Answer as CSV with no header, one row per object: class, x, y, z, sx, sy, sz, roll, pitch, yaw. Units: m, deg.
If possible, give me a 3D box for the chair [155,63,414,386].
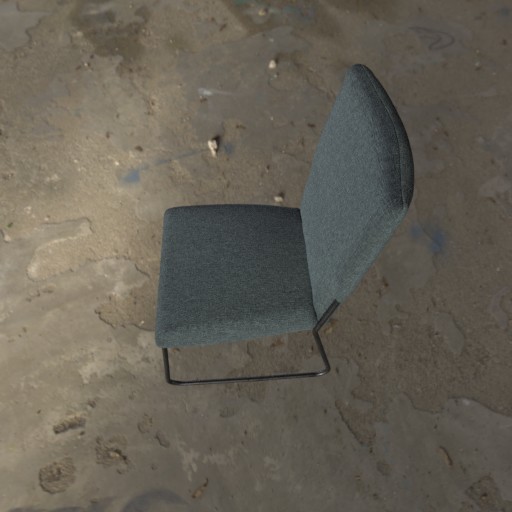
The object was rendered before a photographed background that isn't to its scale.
chair,0.000,0.000,1.282,0.635,0.931,0.480,-3,57,-2
